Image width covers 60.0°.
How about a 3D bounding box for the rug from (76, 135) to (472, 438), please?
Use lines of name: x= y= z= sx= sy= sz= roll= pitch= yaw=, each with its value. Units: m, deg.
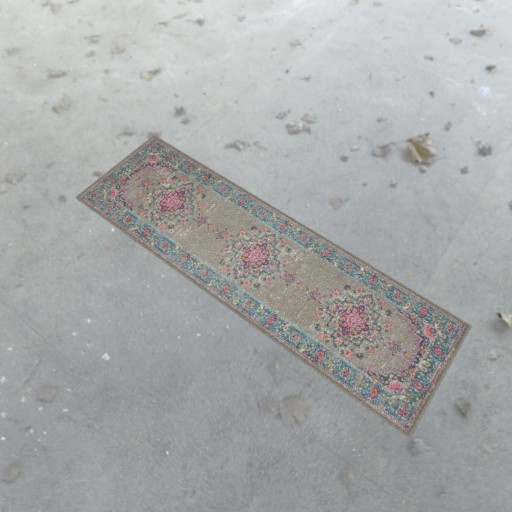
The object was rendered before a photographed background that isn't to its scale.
rug: x=0.000 y=0.000 z=2.004 sx=1.827 sy=0.012 sz=0.553 roll=33 pitch=64 yaw=19
